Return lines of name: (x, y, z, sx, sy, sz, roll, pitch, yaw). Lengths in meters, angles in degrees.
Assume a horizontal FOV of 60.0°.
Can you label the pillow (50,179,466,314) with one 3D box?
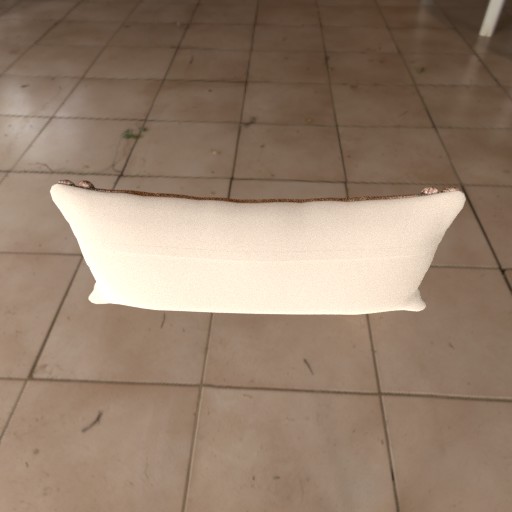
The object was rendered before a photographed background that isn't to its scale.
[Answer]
pillow: (0.000, 0.000, 0.741, 0.635, 0.282, 0.139, 1, 45, 1)
